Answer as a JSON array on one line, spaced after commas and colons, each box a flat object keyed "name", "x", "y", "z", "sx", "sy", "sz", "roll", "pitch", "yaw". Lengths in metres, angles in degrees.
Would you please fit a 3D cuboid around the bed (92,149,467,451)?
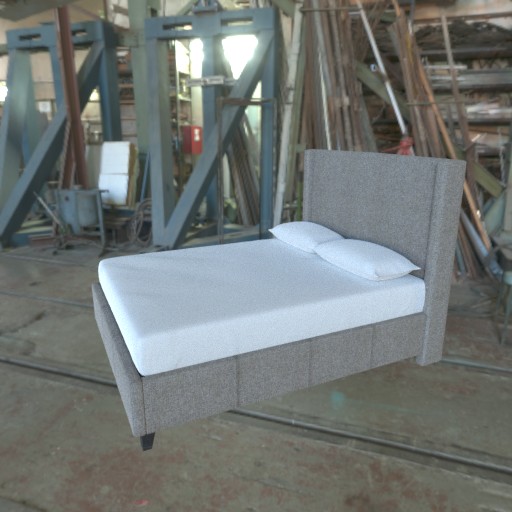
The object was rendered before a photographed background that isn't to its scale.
[{"name": "bed", "x": 0.000, "y": 0.000, "z": 3.360, "sx": 2.245, "sy": 1.481, "sz": 1.714, "roll": -8, "pitch": 18, "yaw": -25}]
